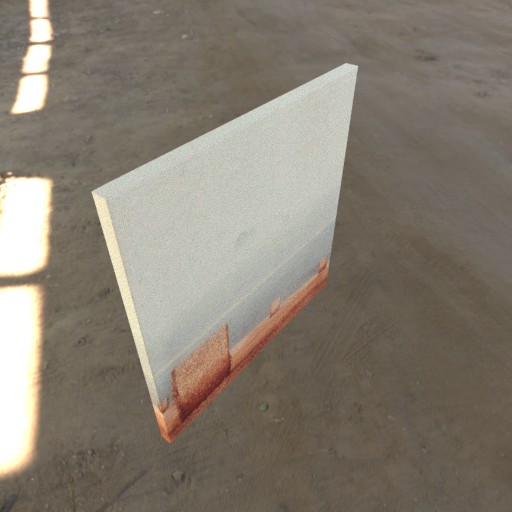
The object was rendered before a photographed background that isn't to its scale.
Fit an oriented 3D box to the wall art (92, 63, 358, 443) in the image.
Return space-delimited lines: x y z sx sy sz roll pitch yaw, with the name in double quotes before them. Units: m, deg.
"wall art" 0.000 0.000 0.607 0.023 0.405 0.405 28 48 28
